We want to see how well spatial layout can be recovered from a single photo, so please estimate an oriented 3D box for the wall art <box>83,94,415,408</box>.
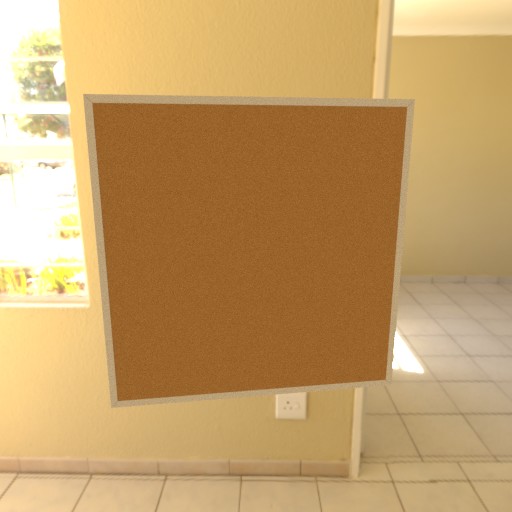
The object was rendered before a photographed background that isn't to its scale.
[{"bbox_3d":[0.000,0.000,0.451,0.304,0.304,0.024,-2,14,-8],"label":"wall art"}]
